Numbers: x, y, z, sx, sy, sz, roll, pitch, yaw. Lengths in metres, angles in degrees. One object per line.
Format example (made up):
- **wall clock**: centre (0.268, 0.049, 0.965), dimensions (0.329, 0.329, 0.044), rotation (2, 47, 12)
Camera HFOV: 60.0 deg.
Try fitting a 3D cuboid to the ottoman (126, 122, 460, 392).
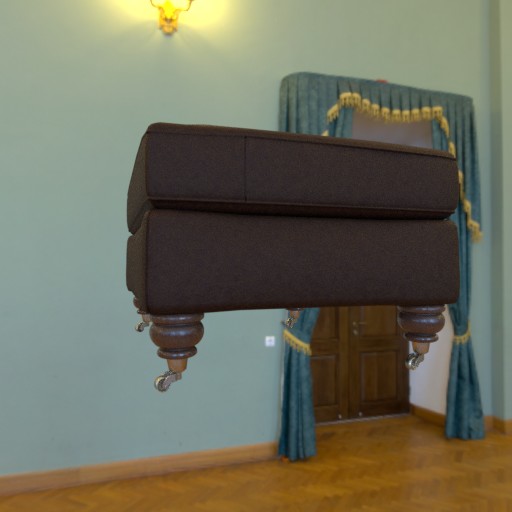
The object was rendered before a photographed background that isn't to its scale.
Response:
- **ottoman**: centre (0.000, 0.000, 1.775), dimensions (0.967, 0.730, 1.187), rotation (0, -1, -18)
